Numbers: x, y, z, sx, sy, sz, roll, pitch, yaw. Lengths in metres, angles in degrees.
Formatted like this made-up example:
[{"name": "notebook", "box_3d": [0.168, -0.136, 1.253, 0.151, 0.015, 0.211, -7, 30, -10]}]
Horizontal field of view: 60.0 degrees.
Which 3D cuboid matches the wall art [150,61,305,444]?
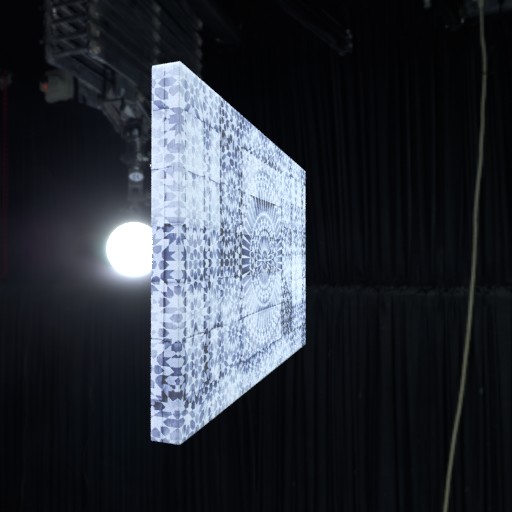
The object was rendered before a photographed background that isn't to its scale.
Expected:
[{"name": "wall art", "box_3d": [0.000, 0.000, 1.138, 0.057, 0.608, 0.911, 0, -1, 19]}]
